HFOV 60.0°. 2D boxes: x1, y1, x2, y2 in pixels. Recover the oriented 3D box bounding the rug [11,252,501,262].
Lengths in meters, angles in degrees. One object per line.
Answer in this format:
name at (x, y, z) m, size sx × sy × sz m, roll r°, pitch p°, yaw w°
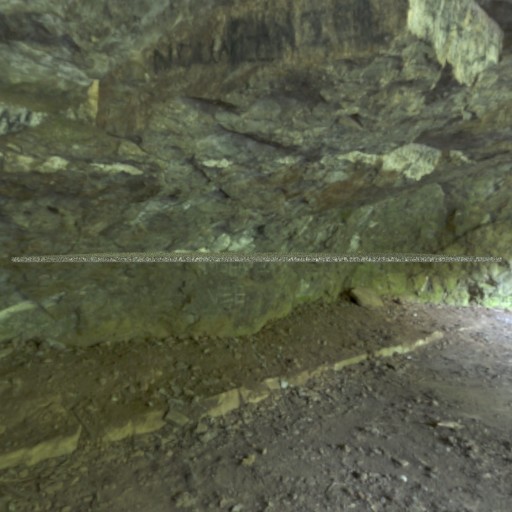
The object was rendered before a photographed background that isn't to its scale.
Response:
rug at (0.000, 0.000, 3.329) m, size 2.699 × 0.026 × 1.802 m, roll 0°, pitch 1°, yaw -1°
